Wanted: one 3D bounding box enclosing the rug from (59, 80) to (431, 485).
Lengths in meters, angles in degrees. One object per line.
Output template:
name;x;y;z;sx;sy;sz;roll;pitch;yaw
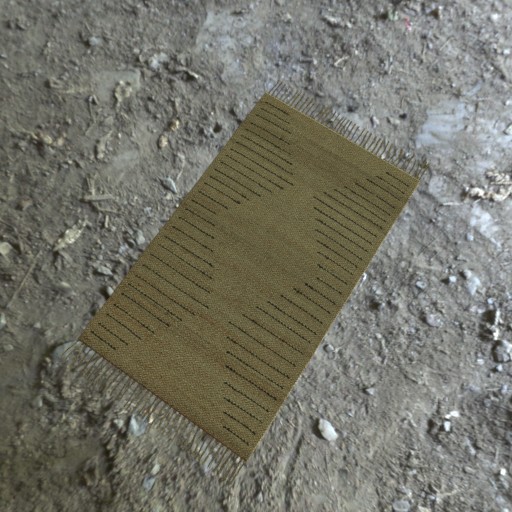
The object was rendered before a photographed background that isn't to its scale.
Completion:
rug;0.000;0.000;2.022;0.905;0.017;1.718;33;77;8
